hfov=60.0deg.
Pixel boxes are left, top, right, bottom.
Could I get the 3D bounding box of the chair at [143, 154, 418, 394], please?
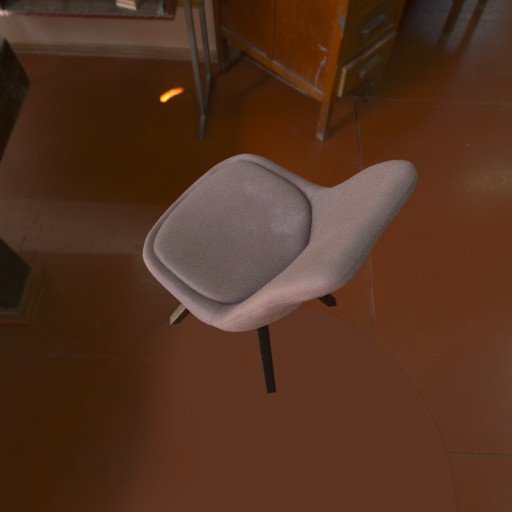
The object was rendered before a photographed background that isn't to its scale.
[{"bbox_3d":[0.000,0.000,1.196,0.547,0.865,0.483,34,68,16],"label":"chair"}]
